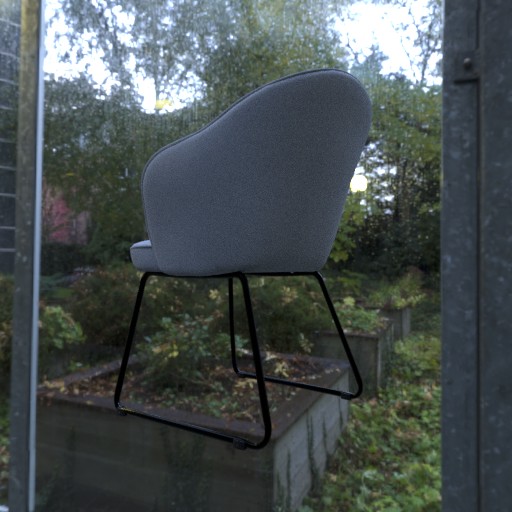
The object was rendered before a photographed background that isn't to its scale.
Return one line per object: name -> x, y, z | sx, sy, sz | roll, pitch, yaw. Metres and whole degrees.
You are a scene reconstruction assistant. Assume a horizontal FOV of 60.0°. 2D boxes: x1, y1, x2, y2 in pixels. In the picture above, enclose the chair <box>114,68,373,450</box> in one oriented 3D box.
chair -> 0.000, 0.000, 1.189 | 0.592, 0.817, 0.570 | -1, -2, 37
